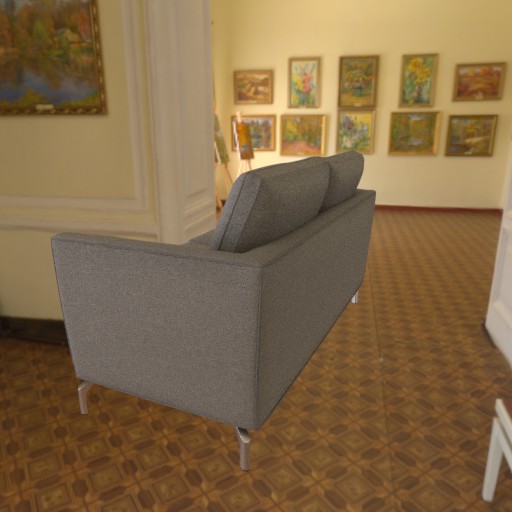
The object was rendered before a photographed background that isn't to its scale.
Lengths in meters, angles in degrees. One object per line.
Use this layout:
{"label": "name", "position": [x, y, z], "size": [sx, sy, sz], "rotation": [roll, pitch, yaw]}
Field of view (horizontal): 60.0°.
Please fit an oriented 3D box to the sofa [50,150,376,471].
{"label": "sofa", "position": [0.000, 0.000, 2.062], "size": [0.803, 0.924, 1.594], "rotation": [7, 18, 24]}
